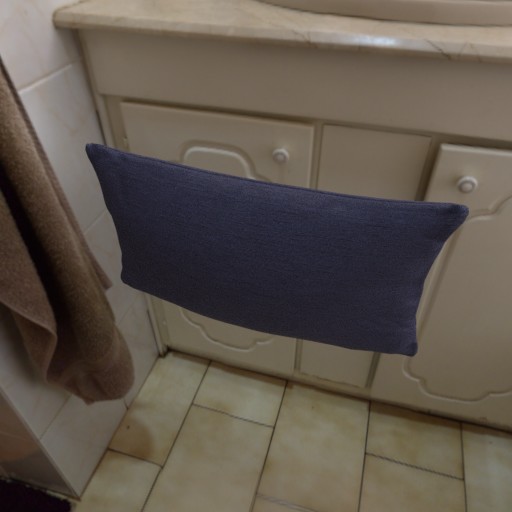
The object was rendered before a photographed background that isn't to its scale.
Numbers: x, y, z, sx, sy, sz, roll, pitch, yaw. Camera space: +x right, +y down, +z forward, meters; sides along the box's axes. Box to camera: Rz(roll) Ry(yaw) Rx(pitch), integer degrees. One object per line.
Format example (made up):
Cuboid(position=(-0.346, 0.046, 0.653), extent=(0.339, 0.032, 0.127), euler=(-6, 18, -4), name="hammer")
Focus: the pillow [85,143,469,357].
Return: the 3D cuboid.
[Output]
Cuboid(position=(0.000, 0.000, 0.799), extent=(0.633, 0.338, 0.210), euler=(12, 42, 14), name="pillow")
